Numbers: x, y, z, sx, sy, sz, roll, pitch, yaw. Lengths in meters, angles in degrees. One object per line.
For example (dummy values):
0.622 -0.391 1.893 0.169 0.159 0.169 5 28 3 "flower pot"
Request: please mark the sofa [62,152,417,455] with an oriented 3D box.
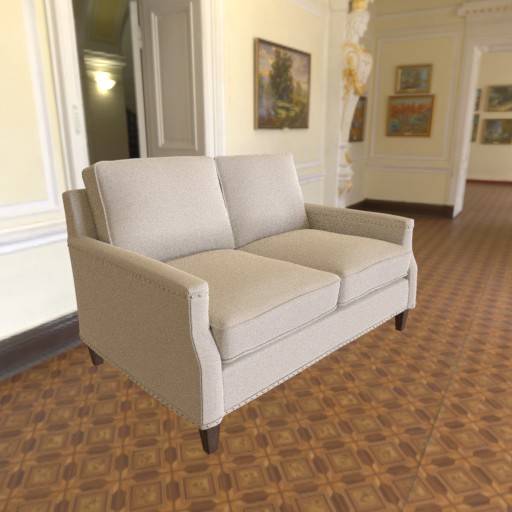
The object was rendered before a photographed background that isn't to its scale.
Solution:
0.000 0.000 2.302 1.084 1.003 1.597 15 22 43 "sofa"
